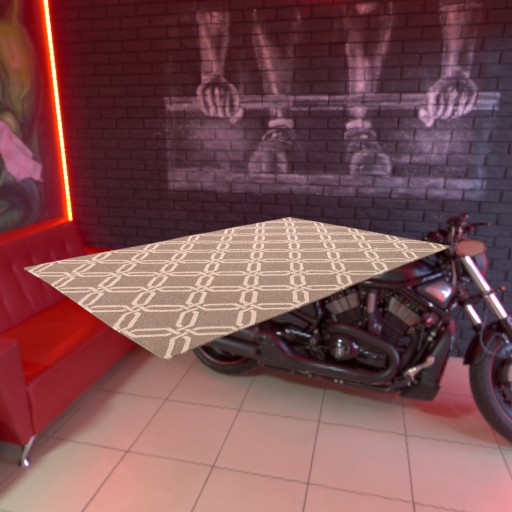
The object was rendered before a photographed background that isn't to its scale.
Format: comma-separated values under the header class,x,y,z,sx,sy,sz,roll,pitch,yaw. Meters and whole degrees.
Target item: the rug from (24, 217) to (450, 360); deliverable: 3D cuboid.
class,x,y,z,sx,sy,sz,roll,pitch,yaw
rug,0.000,0.000,2.127,1.748,0.010,1.142,-14,21,-42
